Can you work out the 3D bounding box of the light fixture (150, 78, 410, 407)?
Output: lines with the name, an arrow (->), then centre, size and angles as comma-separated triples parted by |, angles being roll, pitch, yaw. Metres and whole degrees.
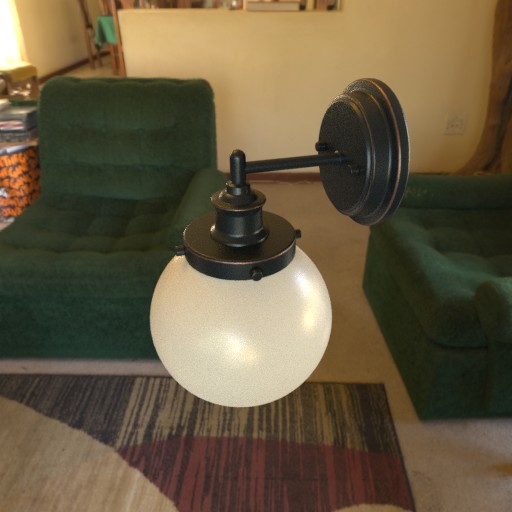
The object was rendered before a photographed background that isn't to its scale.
light fixture -> 0.000, 0.000, 0.456 | 0.230, 0.332, 0.197 | -9, 33, -14
